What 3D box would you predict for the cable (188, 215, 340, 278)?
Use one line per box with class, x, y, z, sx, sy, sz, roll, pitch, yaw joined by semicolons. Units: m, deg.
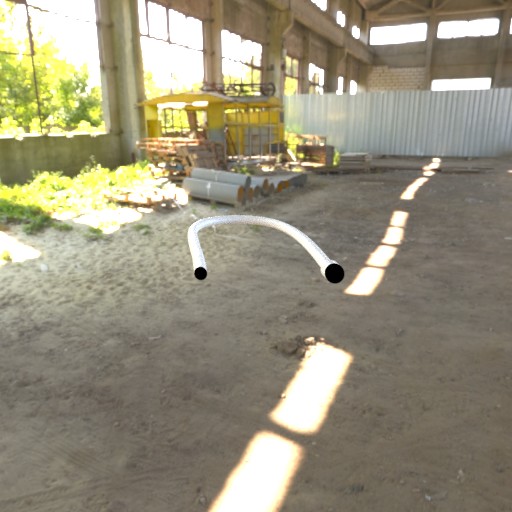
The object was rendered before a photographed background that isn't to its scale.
cable;0.000;0.000;0.114;0.040;0.006;0.098;-3;16;-9
